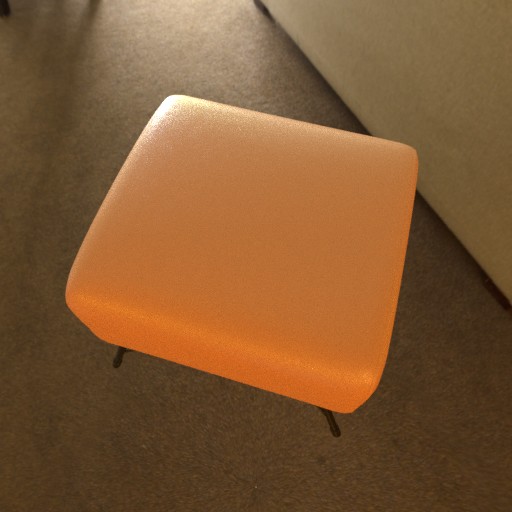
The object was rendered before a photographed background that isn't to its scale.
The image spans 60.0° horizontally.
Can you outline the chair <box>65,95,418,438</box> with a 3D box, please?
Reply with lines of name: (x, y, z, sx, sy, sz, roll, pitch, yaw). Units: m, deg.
chair: (0.000, 0.000, 0.909, 0.530, 0.410, 0.530, 15, 63, 8)
